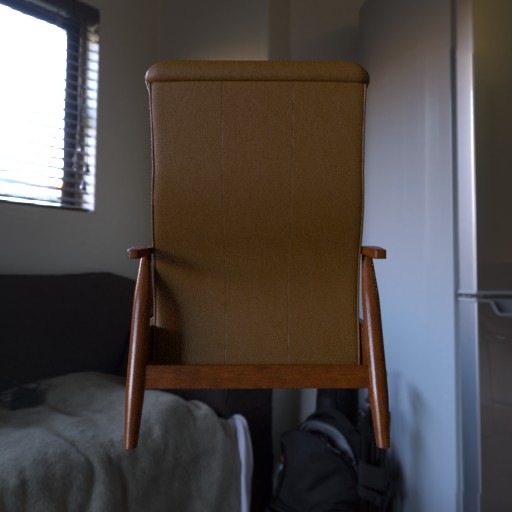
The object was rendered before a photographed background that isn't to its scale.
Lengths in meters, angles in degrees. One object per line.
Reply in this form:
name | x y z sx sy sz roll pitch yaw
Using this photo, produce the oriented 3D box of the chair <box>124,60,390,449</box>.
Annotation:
chair | 0.000 0.000 1.715 0.762 1.082 1.014 0 -2 0
